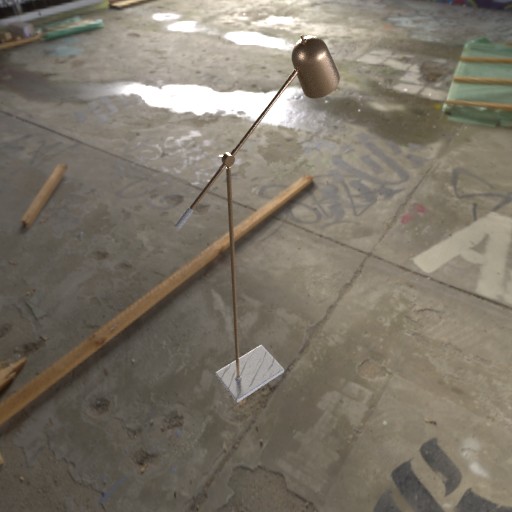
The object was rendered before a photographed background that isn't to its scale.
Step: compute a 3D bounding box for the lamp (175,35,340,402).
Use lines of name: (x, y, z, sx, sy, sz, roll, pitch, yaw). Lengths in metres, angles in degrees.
lamp: (0.000, 0.000, 1.784, 0.653, 1.594, 0.194, -26, 48, -26)
